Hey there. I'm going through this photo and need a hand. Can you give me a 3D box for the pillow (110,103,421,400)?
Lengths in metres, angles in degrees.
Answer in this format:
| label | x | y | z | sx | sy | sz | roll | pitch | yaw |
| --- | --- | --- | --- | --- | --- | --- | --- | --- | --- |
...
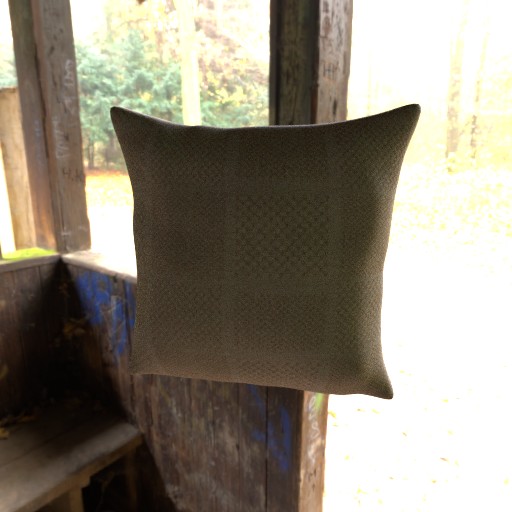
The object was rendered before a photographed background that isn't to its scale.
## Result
| label | x | y | z | sx | sy | sz | roll | pitch | yaw |
| --- | --- | --- | --- | --- | --- | --- | --- | --- | --- |
| pillow | 0.000 | 0.000 | 0.666 | 0.436 | 0.432 | 0.138 | 3 | 15 | 10 |
